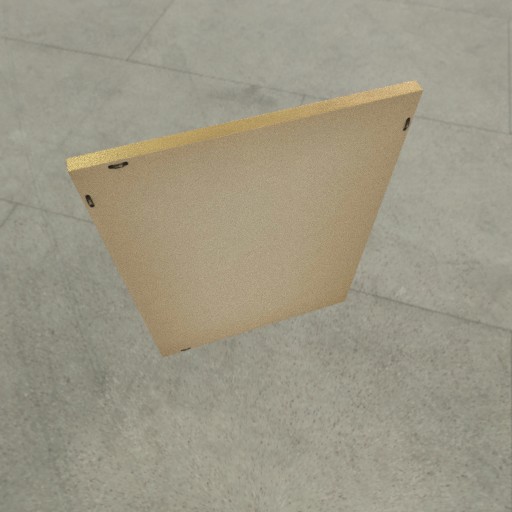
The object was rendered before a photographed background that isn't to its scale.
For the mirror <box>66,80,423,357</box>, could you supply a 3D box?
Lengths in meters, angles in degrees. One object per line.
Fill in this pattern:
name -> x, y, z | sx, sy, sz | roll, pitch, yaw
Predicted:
mirror -> 0.000, 0.000, 1.339 | 0.762, 1.016, 0.041 | -16, 59, -10
